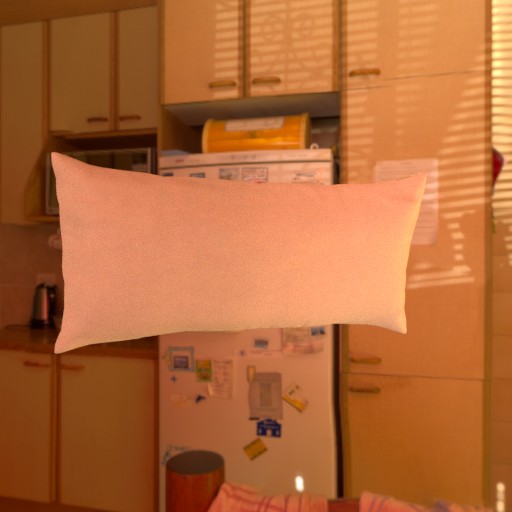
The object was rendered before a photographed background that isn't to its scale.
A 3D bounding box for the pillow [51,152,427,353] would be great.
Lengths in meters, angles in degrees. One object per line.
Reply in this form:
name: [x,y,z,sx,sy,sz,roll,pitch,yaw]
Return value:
pillow: [0.000,0.000,0.721,0.608,0.292,0.156,0,0,-17]
